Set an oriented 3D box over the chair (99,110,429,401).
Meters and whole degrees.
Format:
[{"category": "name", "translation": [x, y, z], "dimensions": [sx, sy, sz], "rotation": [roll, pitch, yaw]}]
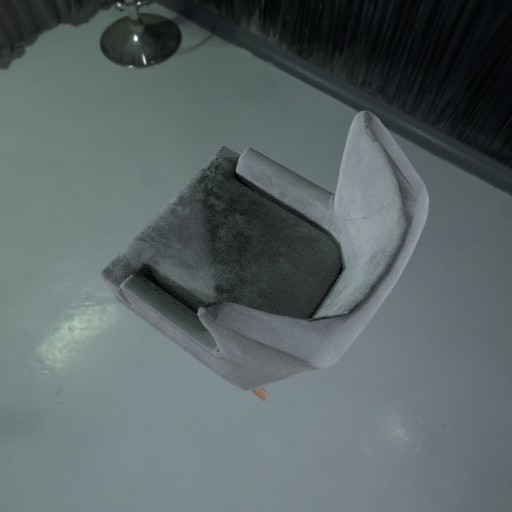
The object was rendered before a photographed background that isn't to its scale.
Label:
[{"category": "chair", "translation": [0.000, 0.000, 1.607], "dimensions": [0.906, 0.950, 0.784], "rotation": [33, 68, 15]}]
